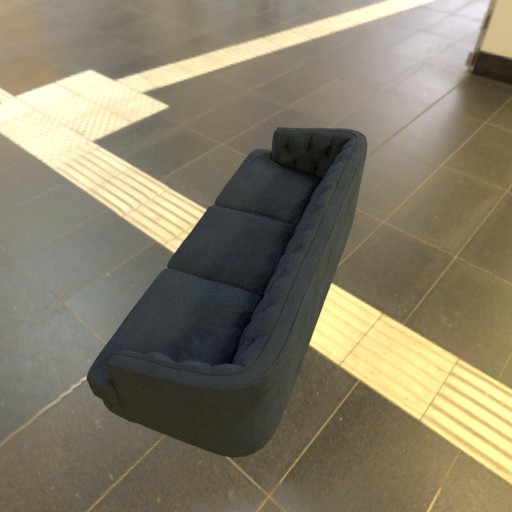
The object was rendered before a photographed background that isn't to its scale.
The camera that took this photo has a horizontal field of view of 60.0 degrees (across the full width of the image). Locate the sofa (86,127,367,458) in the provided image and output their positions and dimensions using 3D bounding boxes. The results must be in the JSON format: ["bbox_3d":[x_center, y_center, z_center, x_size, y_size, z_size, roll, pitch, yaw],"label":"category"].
[{"bbox_3d":[0.000,0.000,2.786,0.941,0.855,2.278,15,47,15],"label":"sofa"}]
